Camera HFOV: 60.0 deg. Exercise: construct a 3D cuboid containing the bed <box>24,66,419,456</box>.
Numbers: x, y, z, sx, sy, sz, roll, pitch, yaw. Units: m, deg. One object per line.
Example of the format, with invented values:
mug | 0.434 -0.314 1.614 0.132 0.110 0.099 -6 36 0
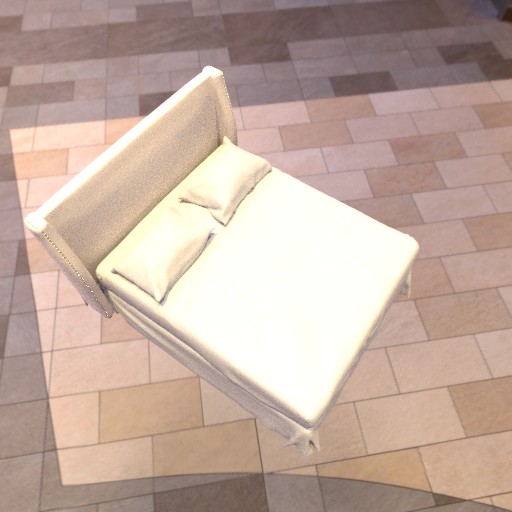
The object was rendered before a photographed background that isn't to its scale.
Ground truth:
bed | 0.000 0.000 3.399 2.276 1.332 1.925 31 63 17
